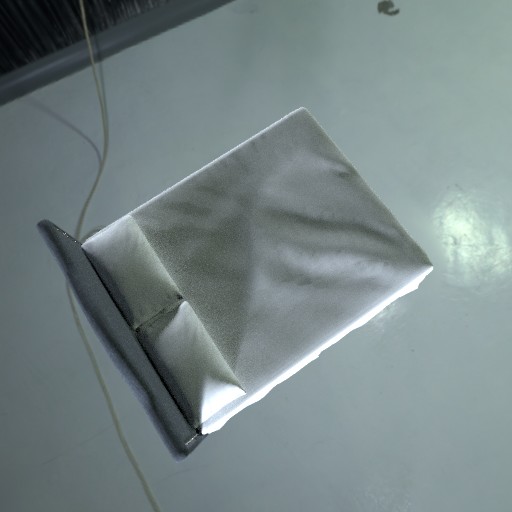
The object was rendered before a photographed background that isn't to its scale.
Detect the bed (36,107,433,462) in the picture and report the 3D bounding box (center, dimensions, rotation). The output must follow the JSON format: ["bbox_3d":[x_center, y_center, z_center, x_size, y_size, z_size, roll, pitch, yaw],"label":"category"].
[{"bbox_3d":[0.000,0.000,3.953,2.689,1.457,2.161,-34,78,-8],"label":"bed"}]
